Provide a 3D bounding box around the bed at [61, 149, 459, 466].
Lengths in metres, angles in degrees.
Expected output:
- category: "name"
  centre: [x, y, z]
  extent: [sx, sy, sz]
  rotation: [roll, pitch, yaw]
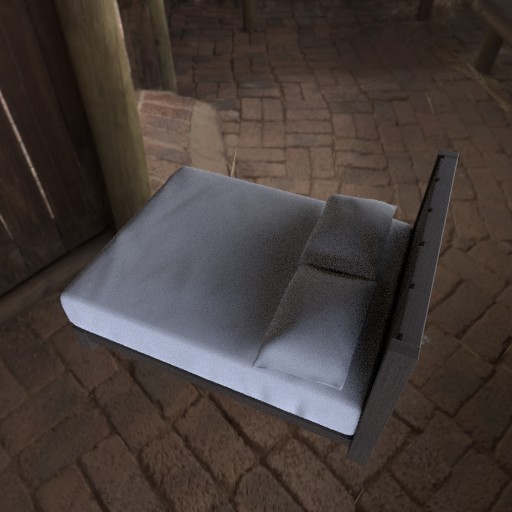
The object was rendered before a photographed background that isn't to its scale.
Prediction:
- category: "bed"
  centre: [0.000, 0.000, 3.203]
  extent: [2.242, 1.270, 1.727]
  rotation: [17, 48, 16]
